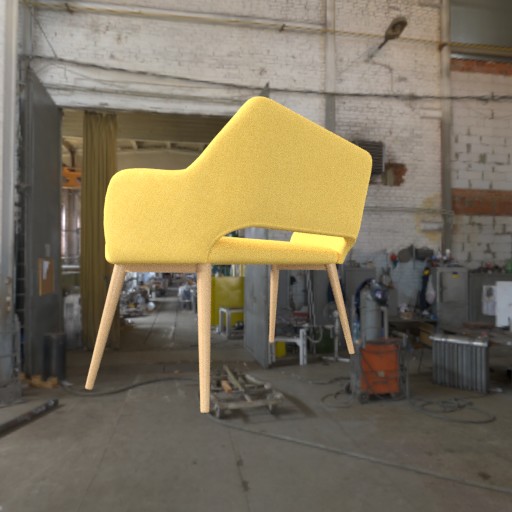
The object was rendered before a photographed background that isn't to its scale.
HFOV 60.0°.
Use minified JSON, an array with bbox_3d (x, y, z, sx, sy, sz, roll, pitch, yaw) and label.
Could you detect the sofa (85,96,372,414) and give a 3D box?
[{"bbox_3d":[0.000,0.000,1.637,0.610,0.840,1.150,-1,-1,36],"label":"sofa"}]
